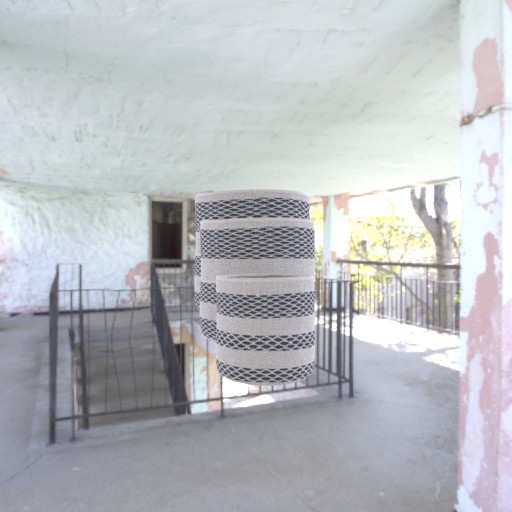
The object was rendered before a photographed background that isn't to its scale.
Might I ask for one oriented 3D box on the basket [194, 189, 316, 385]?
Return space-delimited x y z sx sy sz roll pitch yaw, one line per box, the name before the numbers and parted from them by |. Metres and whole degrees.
basket | 0.000 0.000 1.068 0.351 0.356 0.917 0 1 -2
